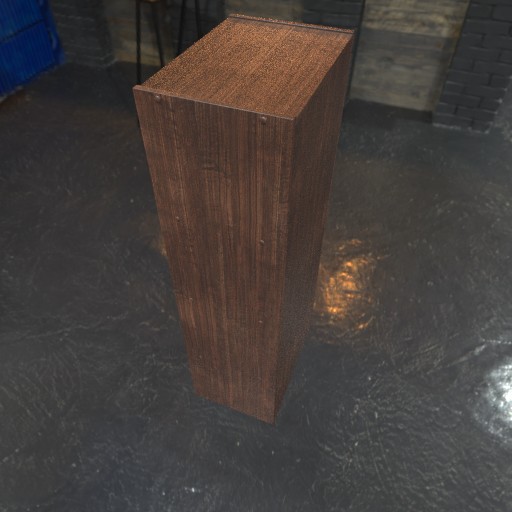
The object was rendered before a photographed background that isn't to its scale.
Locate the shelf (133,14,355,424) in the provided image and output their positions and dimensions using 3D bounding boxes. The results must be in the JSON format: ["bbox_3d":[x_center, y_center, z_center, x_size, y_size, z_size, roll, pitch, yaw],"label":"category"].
[{"bbox_3d":[0.000,0.000,1.244,0.290,1.099,0.415,16,48,15],"label":"shelf"}]
